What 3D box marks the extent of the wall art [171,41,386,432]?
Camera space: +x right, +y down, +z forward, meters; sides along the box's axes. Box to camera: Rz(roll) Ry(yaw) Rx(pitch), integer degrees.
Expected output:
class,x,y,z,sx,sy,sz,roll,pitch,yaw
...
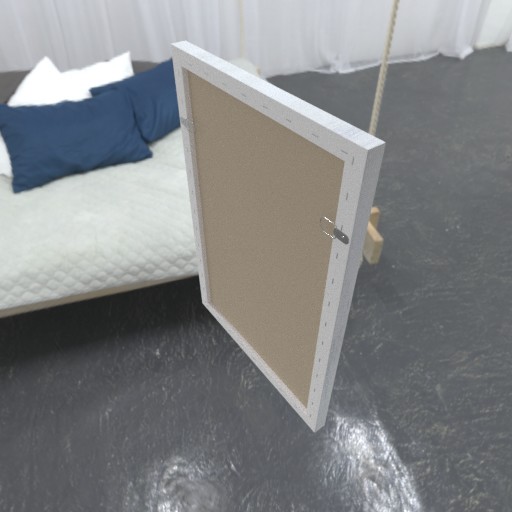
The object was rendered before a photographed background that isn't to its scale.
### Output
class,x,y,z,sx,sy,sz,roll,pitch,yaw
wall art,0.000,0.000,1.173,0.043,0.914,0.624,-27,49,-26
